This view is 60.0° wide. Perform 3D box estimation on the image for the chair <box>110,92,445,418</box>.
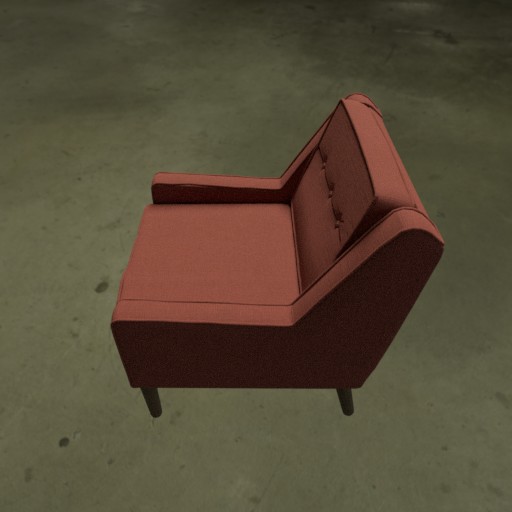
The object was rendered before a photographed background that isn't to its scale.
[{"bbox_3d":[0.000,0.000,1.366,0.770,0.812,0.680,0,43,0],"label":"chair"}]
